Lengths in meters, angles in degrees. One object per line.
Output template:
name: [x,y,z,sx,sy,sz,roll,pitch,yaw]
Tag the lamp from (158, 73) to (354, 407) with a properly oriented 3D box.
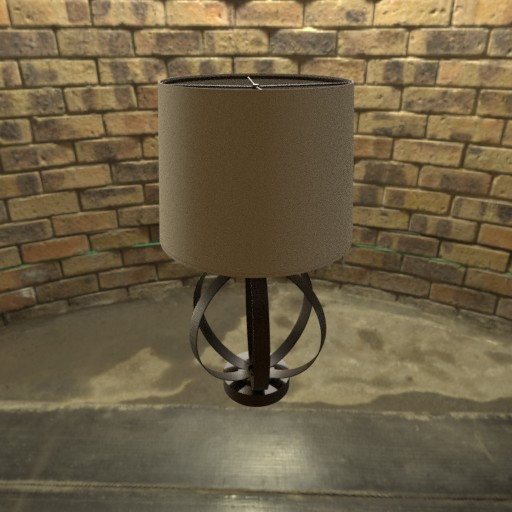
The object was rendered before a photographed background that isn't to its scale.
lamp: [0.000,0.000,0.689,0.286,0.510,0.286,0,26,0]
